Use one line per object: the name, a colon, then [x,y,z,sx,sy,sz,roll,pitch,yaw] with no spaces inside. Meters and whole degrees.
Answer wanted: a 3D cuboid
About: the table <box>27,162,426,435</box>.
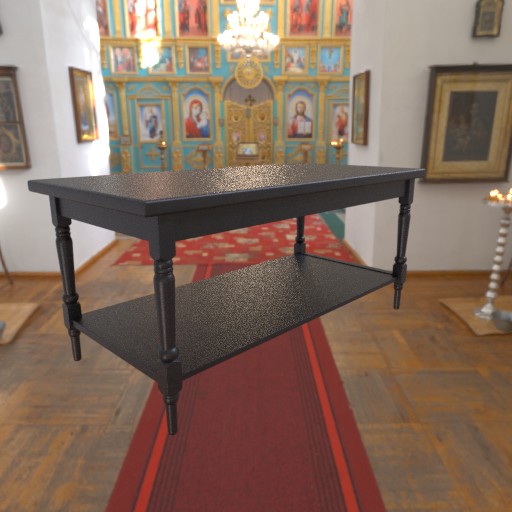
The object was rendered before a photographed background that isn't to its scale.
table: [0.000,0.000,1.391,0.550,0.510,1.107,14,21,43]
